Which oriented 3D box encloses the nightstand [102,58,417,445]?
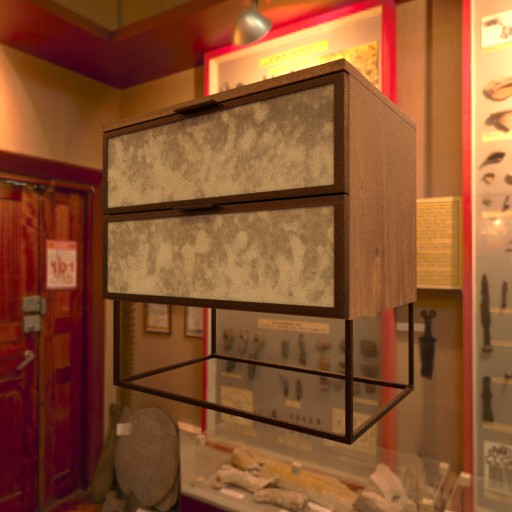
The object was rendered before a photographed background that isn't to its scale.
[{"bbox_3d":[0.000,0.000,1.017,0.605,0.611,0.427,0,-1,35],"label":"nightstand"}]
